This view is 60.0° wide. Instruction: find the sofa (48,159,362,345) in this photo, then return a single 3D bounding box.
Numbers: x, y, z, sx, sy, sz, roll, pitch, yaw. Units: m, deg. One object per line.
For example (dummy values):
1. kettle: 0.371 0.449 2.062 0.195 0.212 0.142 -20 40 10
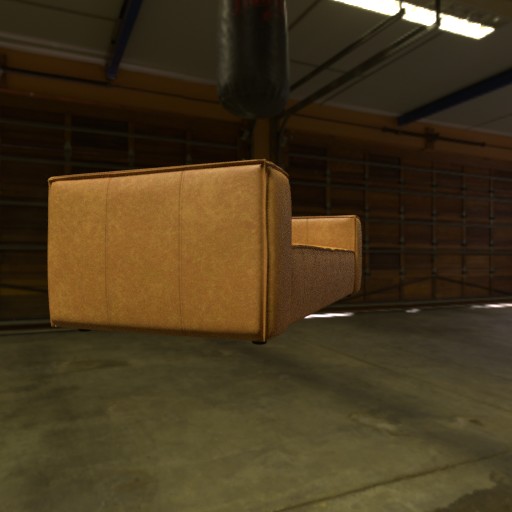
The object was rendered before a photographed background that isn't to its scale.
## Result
1. sofa: 0.000 0.000 2.954 1.102 0.701 2.581 0 0 21
